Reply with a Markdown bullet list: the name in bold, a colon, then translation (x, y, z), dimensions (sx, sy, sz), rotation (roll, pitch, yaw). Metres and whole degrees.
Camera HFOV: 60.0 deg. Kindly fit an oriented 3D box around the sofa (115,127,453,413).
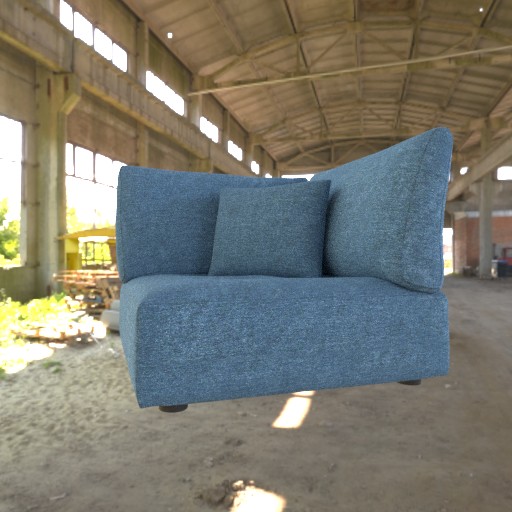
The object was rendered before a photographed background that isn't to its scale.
- **sofa**: translation (0.000, 0.000, 1.689), dimensions (1.000, 0.820, 1.000), rotation (0, -1, -19)
